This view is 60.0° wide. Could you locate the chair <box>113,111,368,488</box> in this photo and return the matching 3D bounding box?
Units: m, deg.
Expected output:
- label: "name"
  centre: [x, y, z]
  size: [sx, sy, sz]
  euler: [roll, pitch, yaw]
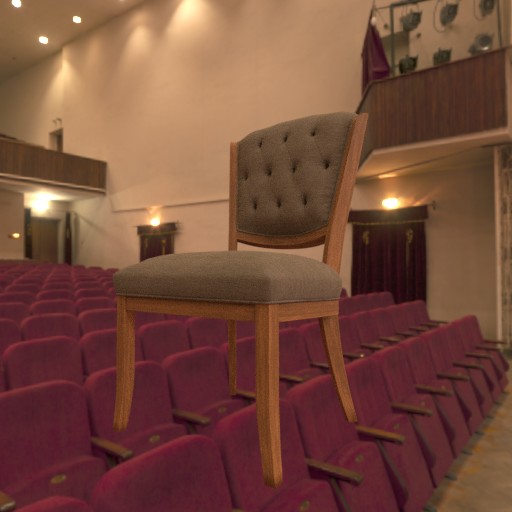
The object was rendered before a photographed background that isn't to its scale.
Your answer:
- label: "chair"
  centre: [0.000, 0.000, 1.233]
  size: [0.513, 0.905, 0.584]
  euler: [-1, -2, 37]
